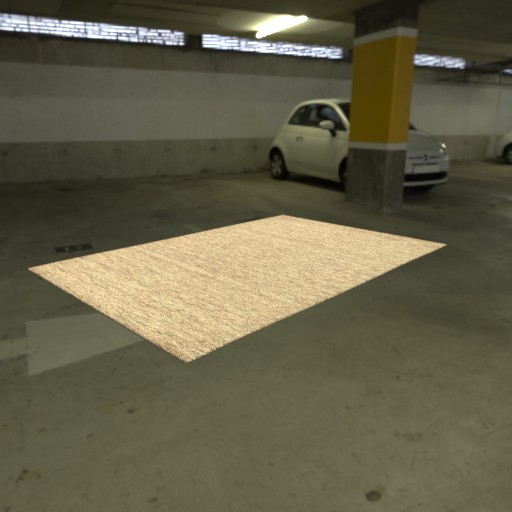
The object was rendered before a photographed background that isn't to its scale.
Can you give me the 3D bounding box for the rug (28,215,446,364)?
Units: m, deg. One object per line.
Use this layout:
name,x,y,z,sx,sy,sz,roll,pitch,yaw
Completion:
rug,0.000,0.000,2.877,1.547,0.013,2.283,16,22,42
